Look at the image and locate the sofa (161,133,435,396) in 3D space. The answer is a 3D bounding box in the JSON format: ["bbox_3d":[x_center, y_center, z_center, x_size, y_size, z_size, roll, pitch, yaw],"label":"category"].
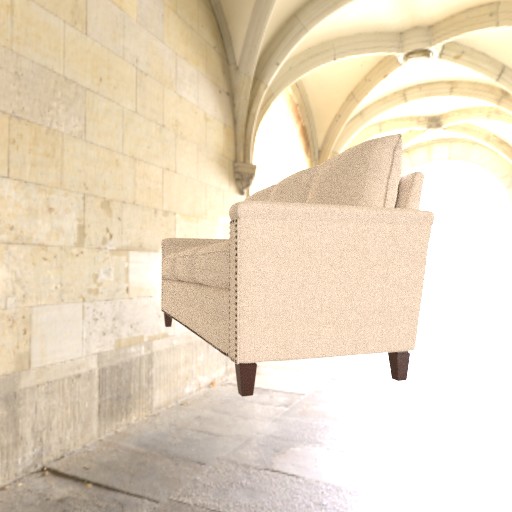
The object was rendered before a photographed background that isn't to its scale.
[{"bbox_3d":[0.000,0.000,2.427,0.828,0.961,1.925,1,-2,-19],"label":"sofa"}]
